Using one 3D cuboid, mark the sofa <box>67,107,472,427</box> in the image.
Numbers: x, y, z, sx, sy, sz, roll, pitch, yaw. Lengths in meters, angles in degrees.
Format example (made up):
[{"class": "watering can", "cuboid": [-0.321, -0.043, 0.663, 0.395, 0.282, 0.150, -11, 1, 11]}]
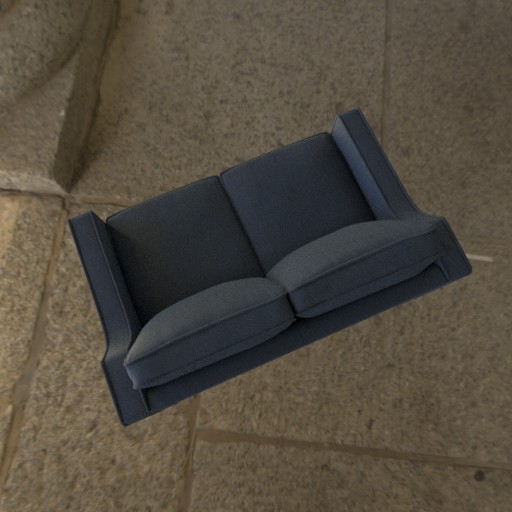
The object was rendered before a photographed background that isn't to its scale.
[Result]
[{"class": "sofa", "cuboid": [0.000, 0.000, 2.155, 1.501, 0.971, 0.987, -22, 76, -6]}]
